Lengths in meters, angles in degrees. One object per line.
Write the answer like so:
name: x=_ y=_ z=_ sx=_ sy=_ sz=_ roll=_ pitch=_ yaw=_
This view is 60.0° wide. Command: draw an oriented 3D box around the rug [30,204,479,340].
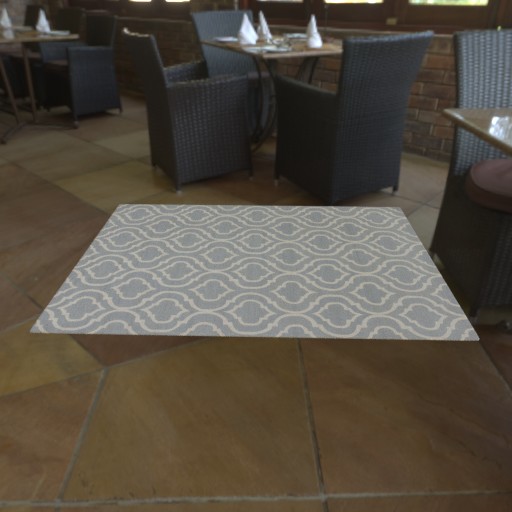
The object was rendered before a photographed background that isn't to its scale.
rug: x=0.000 y=0.000 z=2.665 sx=2.080 sy=0.010 sz=1.451 roll=1 pitch=31 yaw=1
